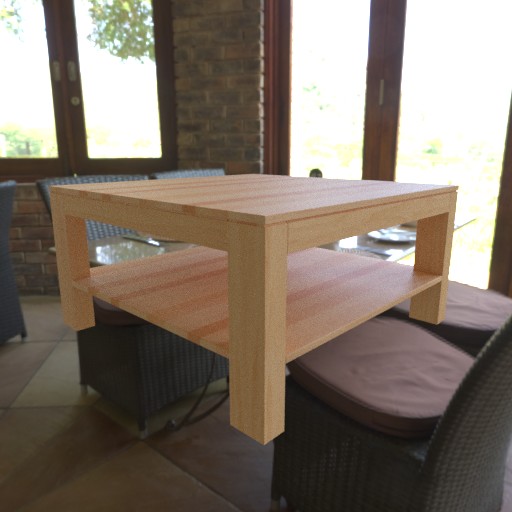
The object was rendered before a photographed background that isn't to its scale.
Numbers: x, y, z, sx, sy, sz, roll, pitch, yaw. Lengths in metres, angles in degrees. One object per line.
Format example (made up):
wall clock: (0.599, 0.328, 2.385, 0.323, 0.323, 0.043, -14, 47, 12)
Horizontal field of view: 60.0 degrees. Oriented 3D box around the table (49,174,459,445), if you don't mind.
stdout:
table: (0.000, 0.000, 1.427, 0.900, 0.450, 0.900, 13, 19, 42)
